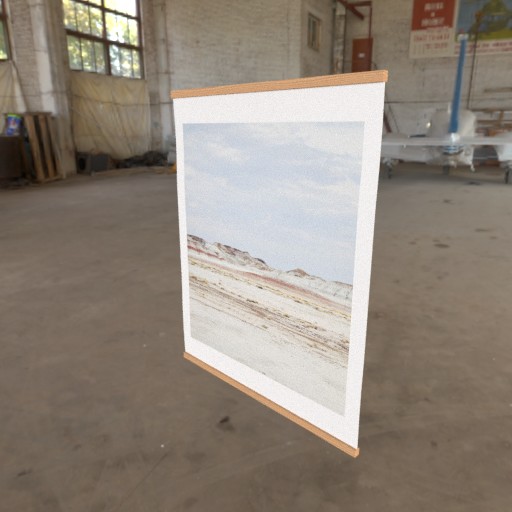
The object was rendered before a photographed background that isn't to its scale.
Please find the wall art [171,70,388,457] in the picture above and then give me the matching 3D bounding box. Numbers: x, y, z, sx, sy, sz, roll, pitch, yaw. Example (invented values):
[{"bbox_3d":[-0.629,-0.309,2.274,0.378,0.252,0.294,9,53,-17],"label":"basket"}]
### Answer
[{"bbox_3d":[0.000,0.000,0.694,0.010,0.507,0.404,-15,22,-43],"label":"wall art"}]
